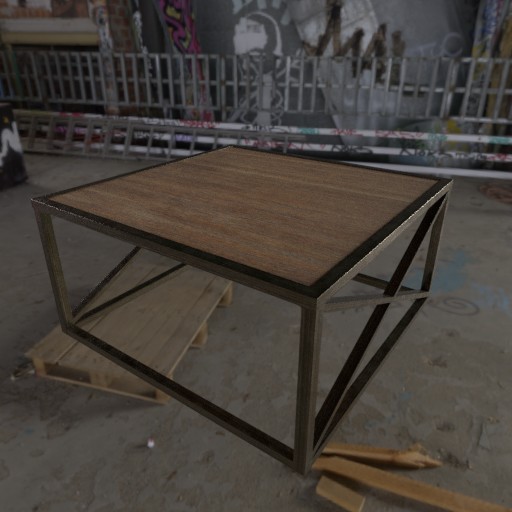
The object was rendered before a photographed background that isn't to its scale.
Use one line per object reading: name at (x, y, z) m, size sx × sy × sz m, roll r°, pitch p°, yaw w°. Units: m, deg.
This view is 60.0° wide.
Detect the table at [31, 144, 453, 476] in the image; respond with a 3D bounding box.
table at (0.000, 0.000, 1.427) m, size 0.909 × 0.451 × 0.899 m, roll 18°, pitch 31°, yaw 32°
